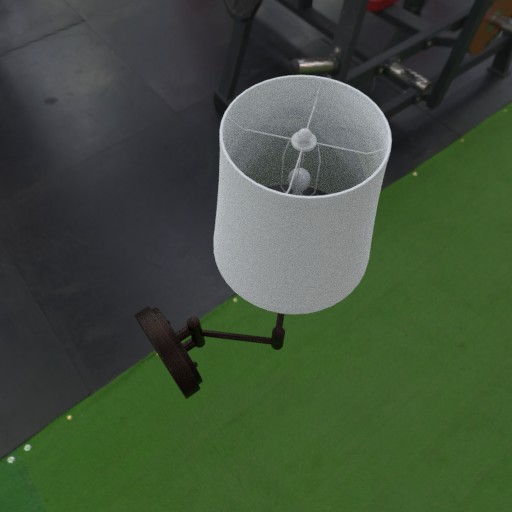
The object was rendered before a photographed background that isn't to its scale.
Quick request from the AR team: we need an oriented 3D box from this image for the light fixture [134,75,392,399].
[{"bbox_3d":[0.000,0.000,0.270,0.157,0.172,0.100,-32,64,-17],"label":"light fixture"}]
